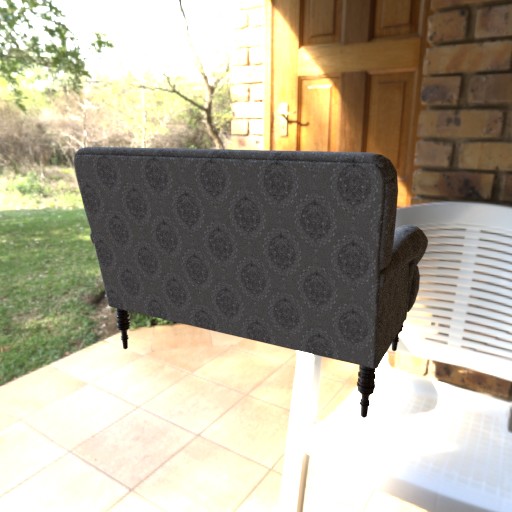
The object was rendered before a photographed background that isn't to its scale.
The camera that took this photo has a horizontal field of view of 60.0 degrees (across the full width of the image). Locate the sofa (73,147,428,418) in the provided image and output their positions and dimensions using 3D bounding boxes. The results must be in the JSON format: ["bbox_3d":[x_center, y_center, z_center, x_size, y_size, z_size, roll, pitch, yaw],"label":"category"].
[{"bbox_3d":[0.000,0.000,1.846,1.297,0.889,0.779,8,17,26],"label":"sofa"}]
